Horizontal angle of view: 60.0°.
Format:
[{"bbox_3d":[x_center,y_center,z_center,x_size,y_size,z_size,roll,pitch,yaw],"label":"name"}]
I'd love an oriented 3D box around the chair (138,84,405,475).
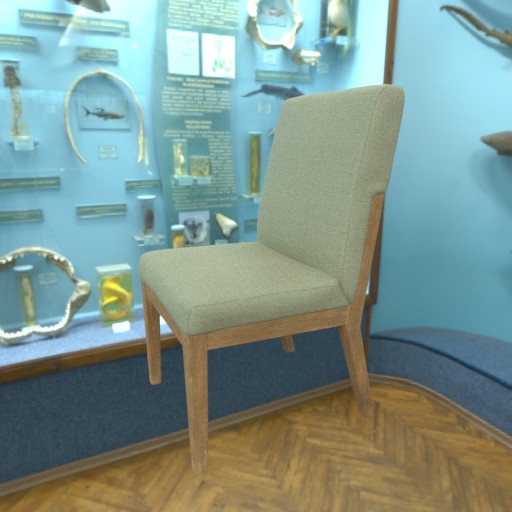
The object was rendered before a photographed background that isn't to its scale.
[{"bbox_3d":[0.000,0.000,1.265,0.586,0.911,0.507,-7,17,-25],"label":"chair"}]
